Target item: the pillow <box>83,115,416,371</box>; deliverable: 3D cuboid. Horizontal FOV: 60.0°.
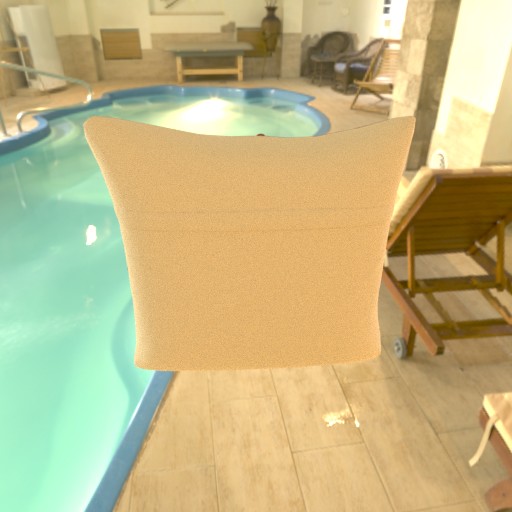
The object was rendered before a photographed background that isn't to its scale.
[{"bbox_3d":[0.000,0.000,0.747,0.484,0.470,0.192,-2,30,-3],"label":"pillow"}]
